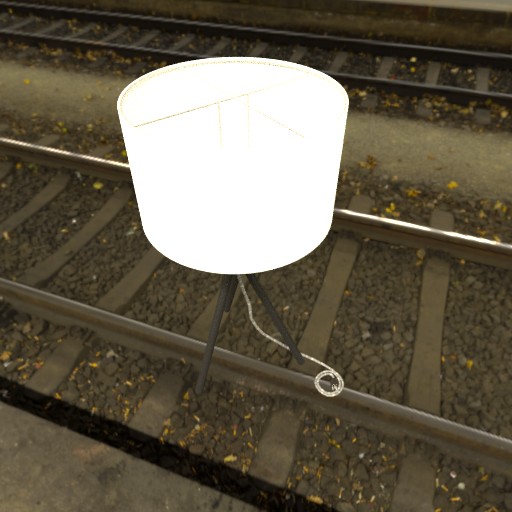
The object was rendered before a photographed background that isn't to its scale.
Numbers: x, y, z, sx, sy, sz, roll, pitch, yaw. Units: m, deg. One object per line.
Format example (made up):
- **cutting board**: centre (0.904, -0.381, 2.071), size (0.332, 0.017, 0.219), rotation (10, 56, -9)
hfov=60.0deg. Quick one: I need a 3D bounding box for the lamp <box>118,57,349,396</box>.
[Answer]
- **lamp**: centre (0.000, 0.000, 0.915), size (0.422, 0.674, 0.353), rotation (0, 42, 0)
